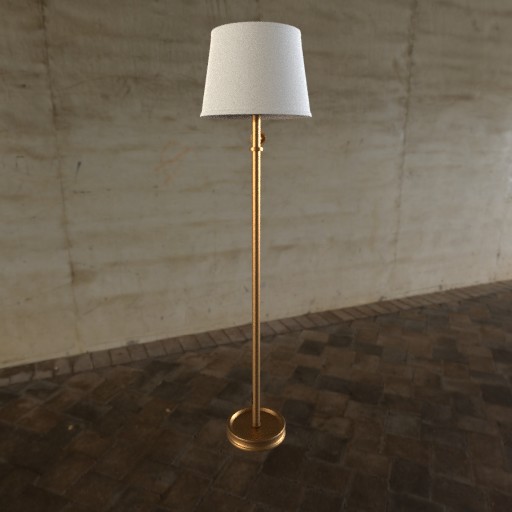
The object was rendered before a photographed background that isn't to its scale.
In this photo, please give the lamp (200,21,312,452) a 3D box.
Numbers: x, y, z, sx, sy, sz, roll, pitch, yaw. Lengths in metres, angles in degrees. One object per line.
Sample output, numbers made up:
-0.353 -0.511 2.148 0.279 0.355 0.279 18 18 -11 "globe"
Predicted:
0.000 0.000 0.773 0.178 0.710 0.178 0 15 0 "lamp"
